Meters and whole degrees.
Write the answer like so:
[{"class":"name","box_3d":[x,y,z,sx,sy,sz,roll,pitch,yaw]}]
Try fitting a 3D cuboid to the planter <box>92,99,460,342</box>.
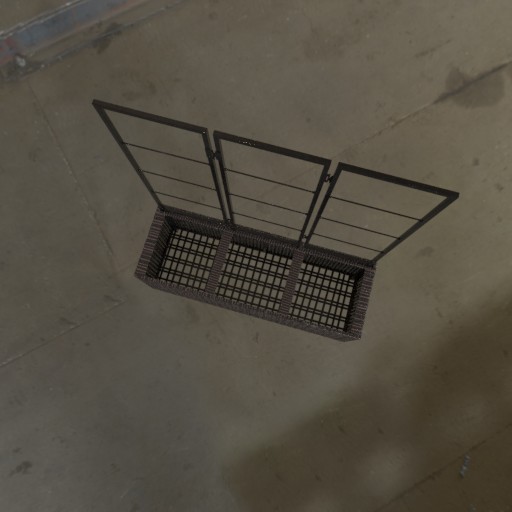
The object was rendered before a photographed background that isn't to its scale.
[{"class":"planter","box_3d":[0.000,0.000,1.166,0.699,0.841,0.244,15,78,3]}]
